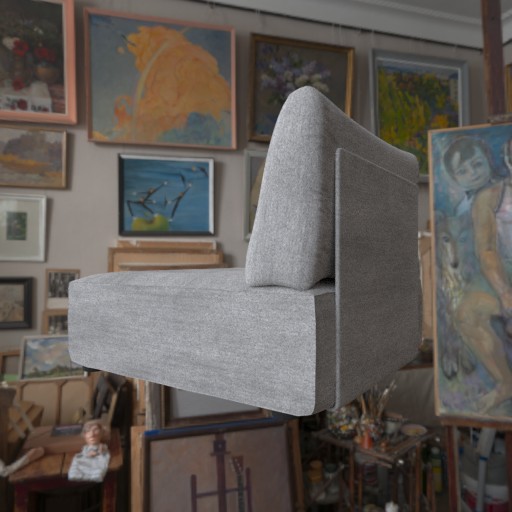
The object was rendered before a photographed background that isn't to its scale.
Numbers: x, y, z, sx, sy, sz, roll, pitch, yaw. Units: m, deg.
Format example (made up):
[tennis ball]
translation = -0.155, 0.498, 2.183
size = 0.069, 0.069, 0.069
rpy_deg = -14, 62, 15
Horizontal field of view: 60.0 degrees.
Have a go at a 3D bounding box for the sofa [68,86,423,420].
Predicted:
[sofa]
translation = 0.000, 0.000, 1.683
size = 1.000, 0.820, 0.930
rpy_deg = 0, 0, 35
